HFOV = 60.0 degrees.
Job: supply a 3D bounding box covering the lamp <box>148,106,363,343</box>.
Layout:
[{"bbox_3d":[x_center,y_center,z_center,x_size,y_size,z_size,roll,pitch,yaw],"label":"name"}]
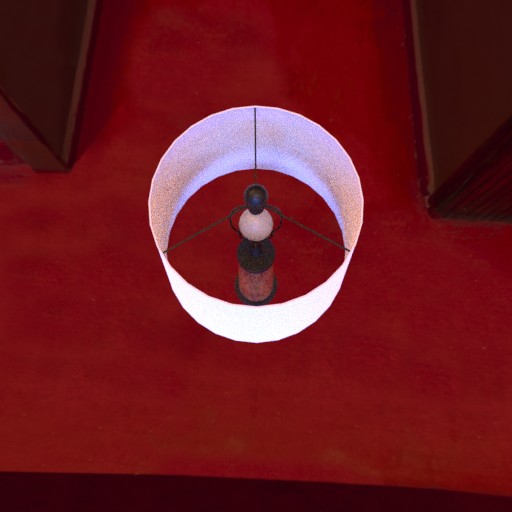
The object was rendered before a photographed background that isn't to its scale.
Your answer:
[{"bbox_3d":[0.000,0.000,0.894,0.349,0.667,0.349,0,76,0],"label":"lamp"}]
